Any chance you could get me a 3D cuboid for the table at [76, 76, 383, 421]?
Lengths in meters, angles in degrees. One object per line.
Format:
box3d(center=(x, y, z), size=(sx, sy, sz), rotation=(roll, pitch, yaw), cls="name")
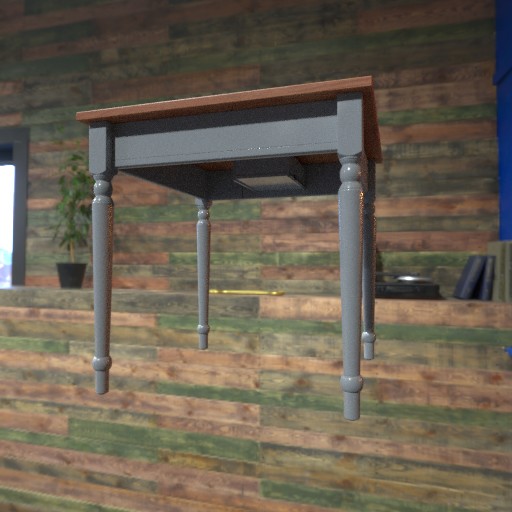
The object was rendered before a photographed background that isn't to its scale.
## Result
box3d(center=(0.000, 0.000, 1.390), size=(0.747, 0.738, 0.747), rotation=(0, -1, 18), cls="table")
